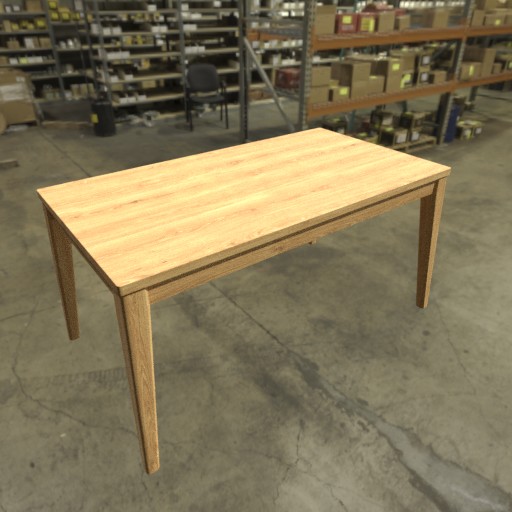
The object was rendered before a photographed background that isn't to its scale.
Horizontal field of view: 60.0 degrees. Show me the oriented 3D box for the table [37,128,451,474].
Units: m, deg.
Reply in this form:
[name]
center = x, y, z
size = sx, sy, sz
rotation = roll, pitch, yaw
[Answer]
[table]
center = 0.000, 0.000, 2.049
size = 1.600, 0.760, 0.900
rotation = -21, 37, -31
